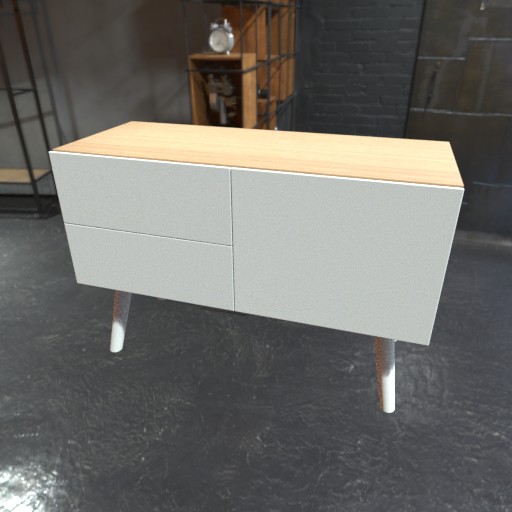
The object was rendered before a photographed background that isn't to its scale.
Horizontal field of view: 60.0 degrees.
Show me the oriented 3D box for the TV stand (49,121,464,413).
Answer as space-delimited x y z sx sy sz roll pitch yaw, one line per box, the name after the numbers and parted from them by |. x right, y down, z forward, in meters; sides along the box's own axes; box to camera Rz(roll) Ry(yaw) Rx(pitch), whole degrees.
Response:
0.000 0.000 1.333 0.991 0.660 0.407 8 29 15 | TV stand
